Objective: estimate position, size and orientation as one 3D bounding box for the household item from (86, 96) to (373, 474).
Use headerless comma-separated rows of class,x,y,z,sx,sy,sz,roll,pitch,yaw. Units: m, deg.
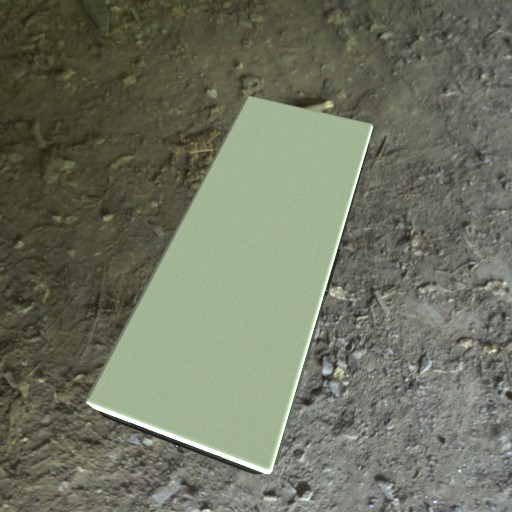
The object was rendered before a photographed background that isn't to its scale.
household item,0.000,0.000,2.220,0.787,0.356,1.905,16,60,10
